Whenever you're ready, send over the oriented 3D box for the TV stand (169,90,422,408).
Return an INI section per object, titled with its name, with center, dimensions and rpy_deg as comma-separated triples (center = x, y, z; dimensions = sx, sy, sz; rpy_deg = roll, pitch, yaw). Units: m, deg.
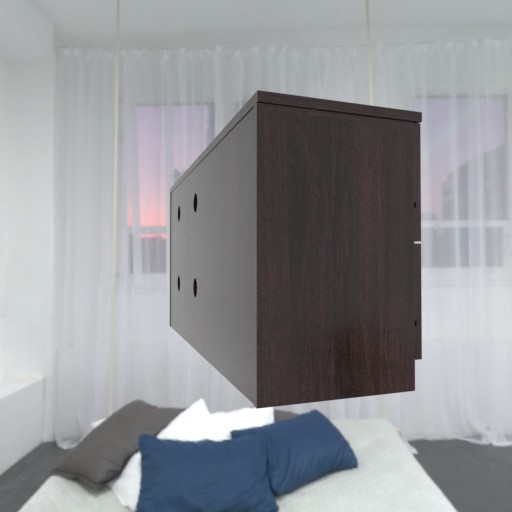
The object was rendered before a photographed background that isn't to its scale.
[TV stand]
center = 0.000, 0.000, 1.473
dimensions = 0.404, 0.614, 1.192
rpy_deg = 0, -1, -19
